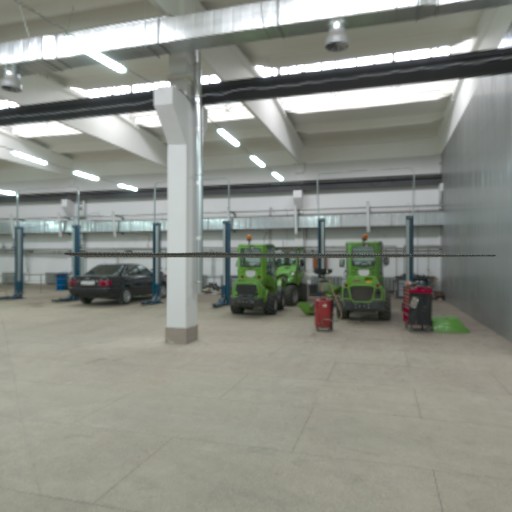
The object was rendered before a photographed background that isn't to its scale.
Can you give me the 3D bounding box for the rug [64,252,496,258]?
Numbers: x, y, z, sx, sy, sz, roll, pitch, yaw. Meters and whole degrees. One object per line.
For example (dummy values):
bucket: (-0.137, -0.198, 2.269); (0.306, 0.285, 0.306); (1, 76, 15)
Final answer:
rug: (0.000, 0.000, 4.060); (3.068, 0.021, 2.456); (0, -1, -19)
